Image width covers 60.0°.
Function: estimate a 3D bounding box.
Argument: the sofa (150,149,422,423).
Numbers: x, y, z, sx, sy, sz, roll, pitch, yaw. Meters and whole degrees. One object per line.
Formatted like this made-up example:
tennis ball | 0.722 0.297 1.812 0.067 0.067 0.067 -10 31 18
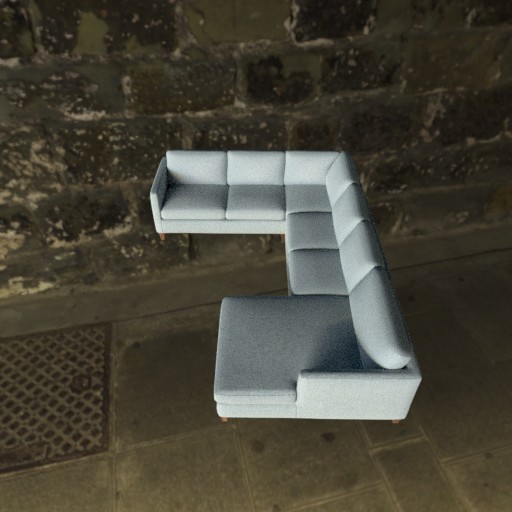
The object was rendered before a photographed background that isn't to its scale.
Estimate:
sofa | 0.000 0.000 4.716 2.551 0.889 3.403 0 41 0
